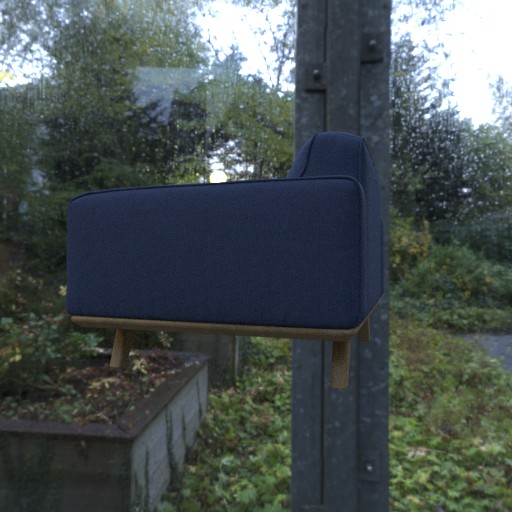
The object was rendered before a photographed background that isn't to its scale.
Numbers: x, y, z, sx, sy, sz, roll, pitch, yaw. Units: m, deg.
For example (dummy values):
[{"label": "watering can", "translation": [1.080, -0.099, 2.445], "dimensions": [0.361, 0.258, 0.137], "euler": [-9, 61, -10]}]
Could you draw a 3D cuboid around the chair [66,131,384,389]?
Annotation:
[{"label": "chair", "translation": [0.000, 0.000, 1.799], "dimensions": [0.953, 0.783, 1.118], "euler": [0, -1, 19]}]
